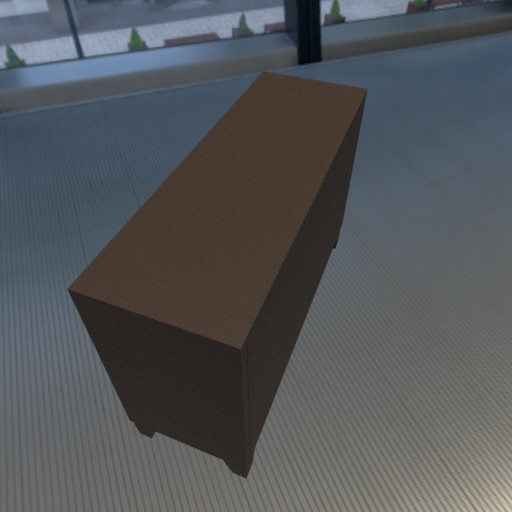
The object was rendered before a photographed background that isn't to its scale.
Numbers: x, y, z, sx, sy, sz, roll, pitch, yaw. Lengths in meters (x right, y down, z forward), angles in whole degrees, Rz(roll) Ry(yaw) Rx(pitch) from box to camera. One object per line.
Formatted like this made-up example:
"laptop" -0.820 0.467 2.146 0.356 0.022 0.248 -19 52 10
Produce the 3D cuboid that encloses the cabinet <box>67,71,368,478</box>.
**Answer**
"cabinet" 0.000 0.000 1.848 0.482 0.914 1.396 16 48 15
